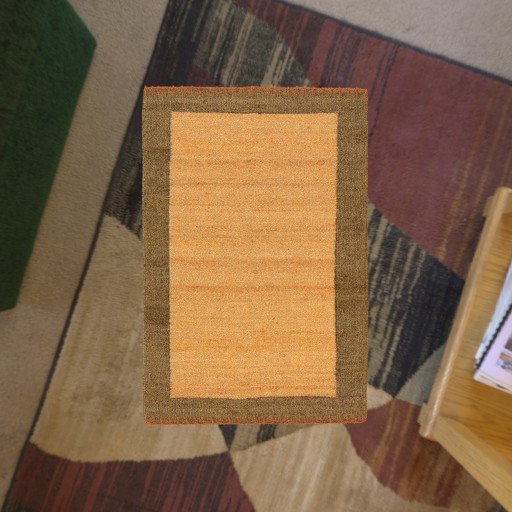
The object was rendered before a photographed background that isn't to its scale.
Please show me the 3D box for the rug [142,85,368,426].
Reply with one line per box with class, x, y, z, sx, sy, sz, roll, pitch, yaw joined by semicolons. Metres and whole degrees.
rug;0.000;0.000;2.398;1.220;0.019;1.838;0;91;-1
